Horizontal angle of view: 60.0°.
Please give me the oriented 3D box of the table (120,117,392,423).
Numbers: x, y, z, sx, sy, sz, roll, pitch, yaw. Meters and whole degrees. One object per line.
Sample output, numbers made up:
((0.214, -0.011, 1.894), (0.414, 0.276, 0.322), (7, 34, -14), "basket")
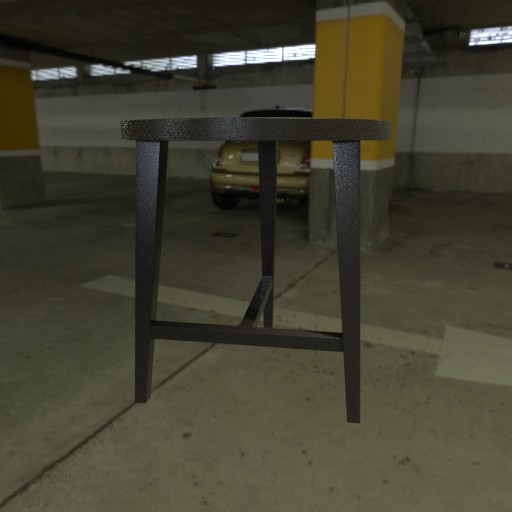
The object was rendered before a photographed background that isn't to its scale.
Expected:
((0.000, 0.000, 0.921), (0.500, 0.531, 0.500), (0, 15, 0), "table")
